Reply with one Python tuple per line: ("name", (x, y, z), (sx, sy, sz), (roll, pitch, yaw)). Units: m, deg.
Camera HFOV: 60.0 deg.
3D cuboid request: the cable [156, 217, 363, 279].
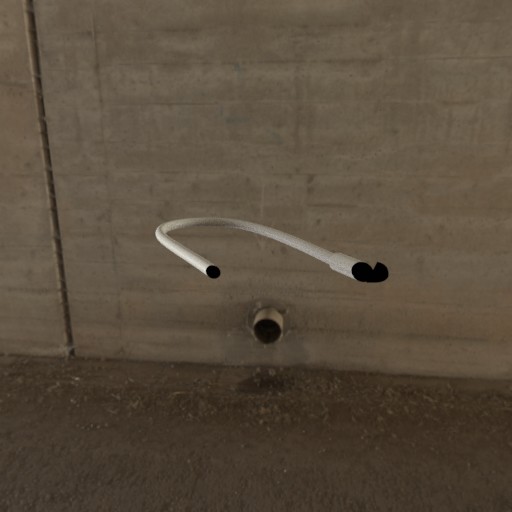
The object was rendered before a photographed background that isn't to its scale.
("cable", (0.000, 0.000, 0.113), (0.041, 0.005, 0.098), (-8, 18, -27))
